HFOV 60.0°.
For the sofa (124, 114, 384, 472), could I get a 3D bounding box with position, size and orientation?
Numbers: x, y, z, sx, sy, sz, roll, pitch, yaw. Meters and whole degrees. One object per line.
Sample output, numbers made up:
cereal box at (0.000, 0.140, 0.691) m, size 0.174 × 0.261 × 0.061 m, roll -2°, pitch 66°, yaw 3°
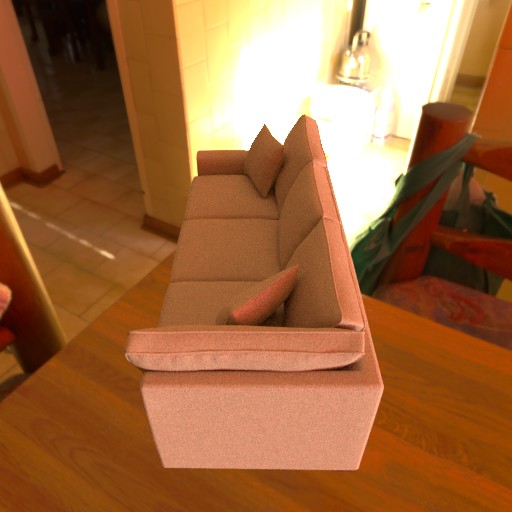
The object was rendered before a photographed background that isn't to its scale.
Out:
sofa at (0.000, 0.000, 2.812) m, size 1.061 × 0.962 × 2.317 m, roll 0°, pitch 40°, yaw 0°
